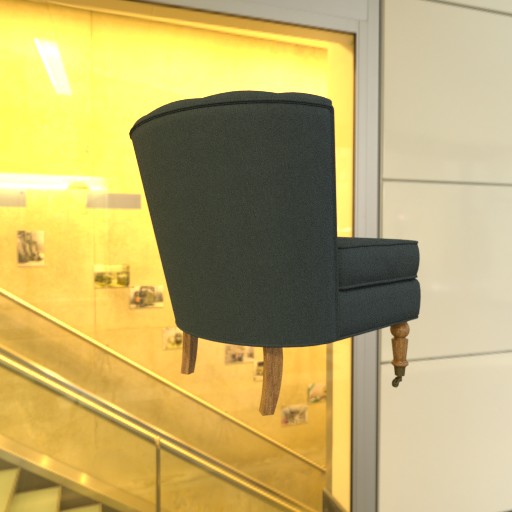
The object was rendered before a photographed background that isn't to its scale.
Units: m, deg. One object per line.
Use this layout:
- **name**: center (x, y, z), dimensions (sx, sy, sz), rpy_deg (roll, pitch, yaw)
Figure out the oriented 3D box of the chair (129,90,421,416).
- **chair**: center (0.000, 0.000, 1.338), dimensions (0.718, 0.771, 0.740), rpy_deg (-2, 3, -37)
